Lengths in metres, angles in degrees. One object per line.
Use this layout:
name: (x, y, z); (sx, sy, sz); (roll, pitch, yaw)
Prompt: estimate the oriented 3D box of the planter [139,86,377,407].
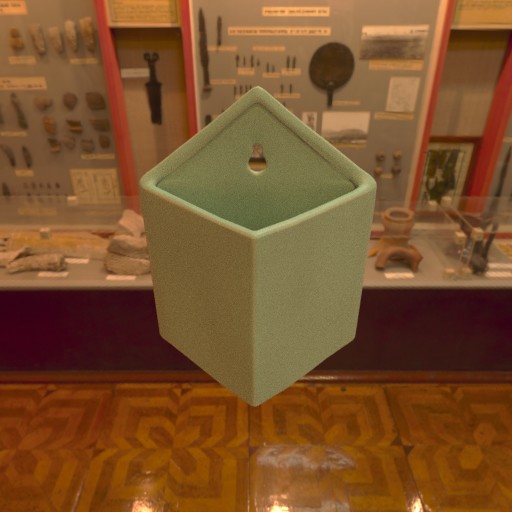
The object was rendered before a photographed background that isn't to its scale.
planter: (0.000, 0.000, 0.290); (0.164, 0.197, 0.079); (1, 31, 1)
